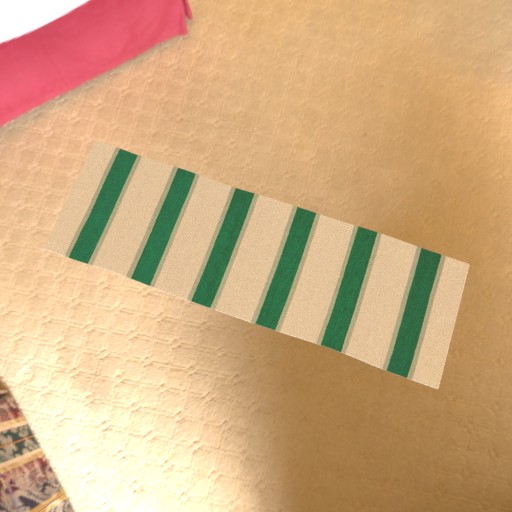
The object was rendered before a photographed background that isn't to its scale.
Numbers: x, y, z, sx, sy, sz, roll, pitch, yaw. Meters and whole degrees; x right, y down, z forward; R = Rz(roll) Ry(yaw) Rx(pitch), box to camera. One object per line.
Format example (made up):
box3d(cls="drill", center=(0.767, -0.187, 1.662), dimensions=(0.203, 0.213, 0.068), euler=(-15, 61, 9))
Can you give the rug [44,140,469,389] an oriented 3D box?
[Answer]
box3d(cls="rug", center=(0.000, 0.000, 2.660), dimensions=(2.438, 0.012, 0.768), euler=(19, 78, 4))
